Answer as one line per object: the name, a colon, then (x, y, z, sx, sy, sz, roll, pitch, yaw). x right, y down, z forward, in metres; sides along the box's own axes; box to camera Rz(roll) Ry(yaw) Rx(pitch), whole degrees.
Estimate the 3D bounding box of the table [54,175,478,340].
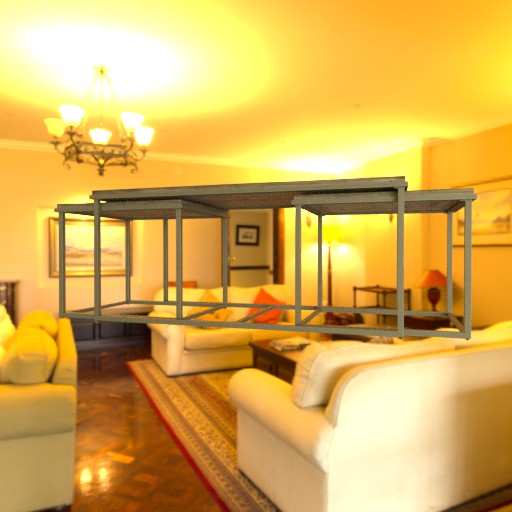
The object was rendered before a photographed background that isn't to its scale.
table: (0.000, 0.000, 1.527, 1.312, 0.427, 0.489, 0, 1, 17)
